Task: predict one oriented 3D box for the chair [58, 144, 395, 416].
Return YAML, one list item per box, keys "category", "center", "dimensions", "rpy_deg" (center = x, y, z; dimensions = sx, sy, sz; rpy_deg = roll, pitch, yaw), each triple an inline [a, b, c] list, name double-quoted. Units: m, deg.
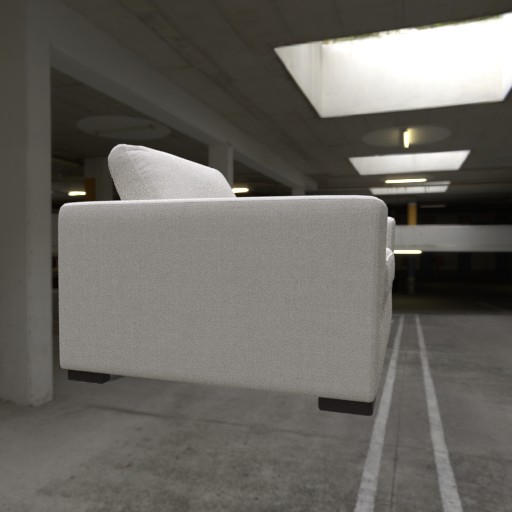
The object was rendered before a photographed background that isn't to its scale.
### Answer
- category: "chair"
  center: [0.000, 0.000, 1.863]
  dimensions: [1.100, 0.876, 1.070]
  rpy_deg: [0, 1, 19]
